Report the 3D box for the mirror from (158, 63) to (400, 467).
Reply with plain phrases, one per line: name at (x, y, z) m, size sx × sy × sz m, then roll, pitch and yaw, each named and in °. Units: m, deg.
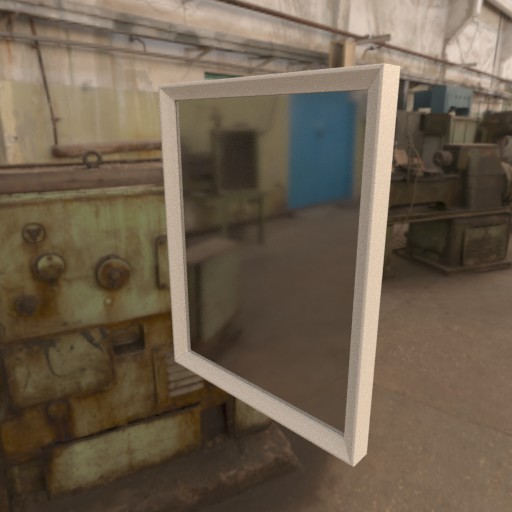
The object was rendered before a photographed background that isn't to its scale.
mirror at (0.000, 0.000, 0.679) m, size 0.406 × 0.509 × 0.041 m, roll 15°, pitch 23°, yaw 41°
